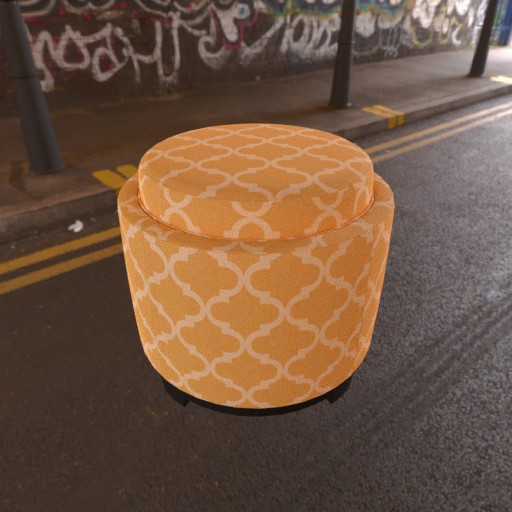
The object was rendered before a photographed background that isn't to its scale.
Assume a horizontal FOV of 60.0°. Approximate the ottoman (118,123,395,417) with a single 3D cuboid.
[{"bbox_3d":[0.000,0.000,0.854,0.480,0.429,0.480,0,31,0],"label":"ottoman"}]
